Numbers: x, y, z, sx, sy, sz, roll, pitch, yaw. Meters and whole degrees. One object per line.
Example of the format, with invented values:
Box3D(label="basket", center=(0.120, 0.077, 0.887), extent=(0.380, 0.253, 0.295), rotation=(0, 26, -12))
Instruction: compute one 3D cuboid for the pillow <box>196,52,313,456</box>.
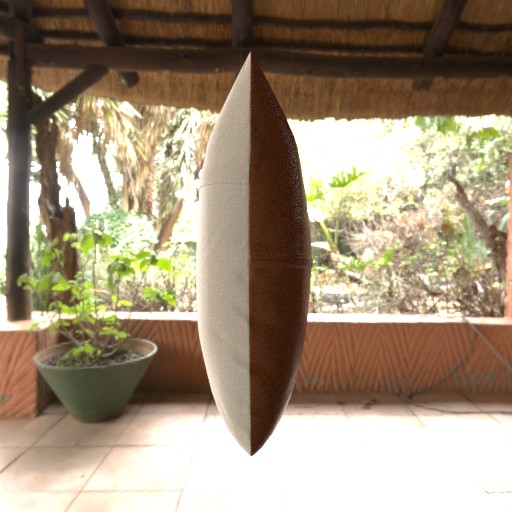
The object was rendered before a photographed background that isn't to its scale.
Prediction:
Box3D(label="pillow", center=(0.000, 0.000, 0.763), extent=(0.192, 0.477, 0.501), rotation=(0, 0, 0))
